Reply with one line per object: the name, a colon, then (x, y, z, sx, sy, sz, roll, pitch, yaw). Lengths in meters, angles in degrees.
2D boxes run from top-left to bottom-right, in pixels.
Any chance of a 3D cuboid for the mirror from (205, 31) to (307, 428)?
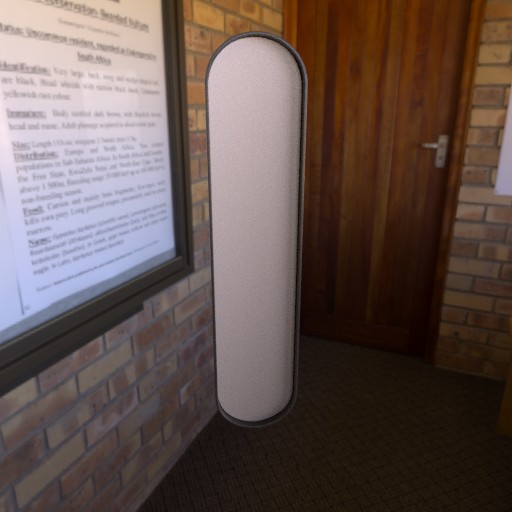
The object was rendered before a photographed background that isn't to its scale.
mirror: (0.000, 0.000, 1.087, 0.222, 0.991, 0.032, -2, 18, -7)
